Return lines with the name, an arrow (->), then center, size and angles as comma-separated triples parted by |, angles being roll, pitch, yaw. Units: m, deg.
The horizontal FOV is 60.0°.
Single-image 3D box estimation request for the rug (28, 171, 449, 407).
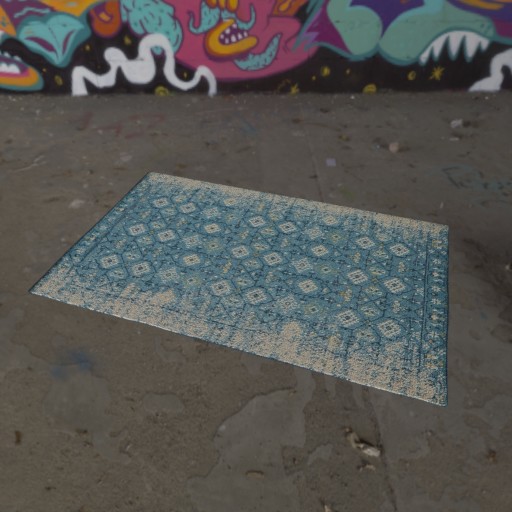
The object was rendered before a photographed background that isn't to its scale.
rug -> 0.000, 0.000, 2.958 | 2.449, 0.015, 1.530 | 12, 42, 14
